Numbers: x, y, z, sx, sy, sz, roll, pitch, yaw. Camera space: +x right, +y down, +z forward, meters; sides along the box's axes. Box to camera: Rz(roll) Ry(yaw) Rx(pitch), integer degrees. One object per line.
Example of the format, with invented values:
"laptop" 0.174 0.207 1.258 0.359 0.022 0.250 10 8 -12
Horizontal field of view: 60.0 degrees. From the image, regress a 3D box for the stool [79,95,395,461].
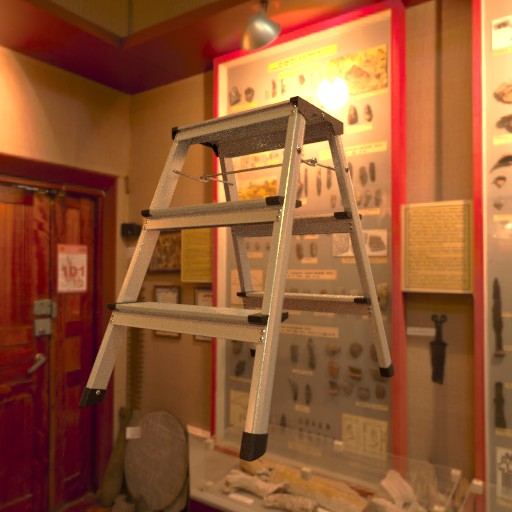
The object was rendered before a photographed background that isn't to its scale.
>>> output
"stool" 0.000 0.000 1.019 0.437 0.605 0.622 -1 -1 36
